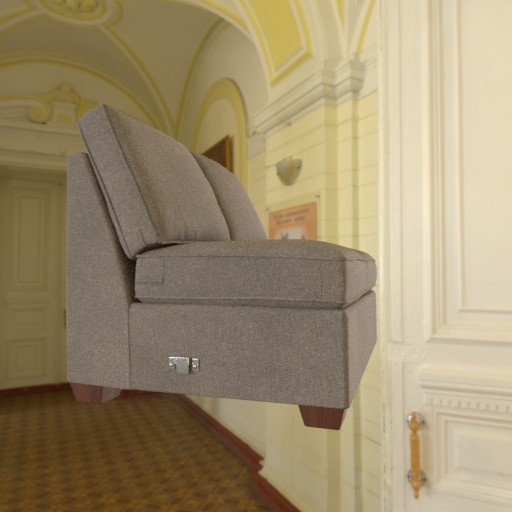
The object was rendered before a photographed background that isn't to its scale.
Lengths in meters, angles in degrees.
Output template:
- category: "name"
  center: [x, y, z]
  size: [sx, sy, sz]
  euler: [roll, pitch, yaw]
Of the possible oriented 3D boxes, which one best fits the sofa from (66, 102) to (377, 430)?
- category: "sofa"
  center: [0.000, 0.000, 1.920]
  size: [0.951, 1.008, 1.237]
  euler: [-1, -2, 19]
